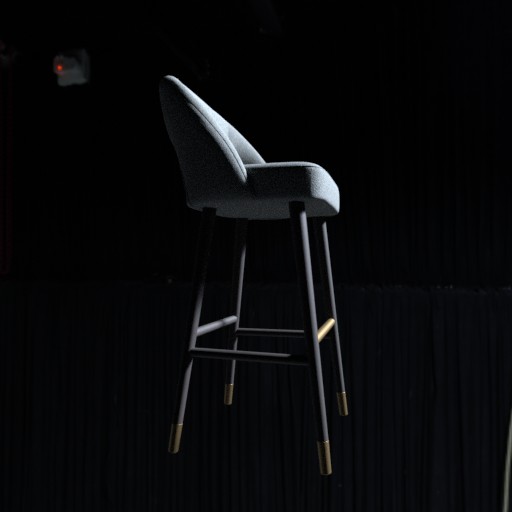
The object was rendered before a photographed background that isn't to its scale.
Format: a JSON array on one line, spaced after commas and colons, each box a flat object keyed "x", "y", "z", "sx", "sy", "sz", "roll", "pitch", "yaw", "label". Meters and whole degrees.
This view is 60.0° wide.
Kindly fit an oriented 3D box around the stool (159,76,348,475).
[{"x": 0.000, "y": 0.000, "z": 1.395, "sx": 0.524, "sy": 1.089, "sz": 0.536, "roll": 0, "pitch": -1, "yaw": 17, "label": "stool"}]
